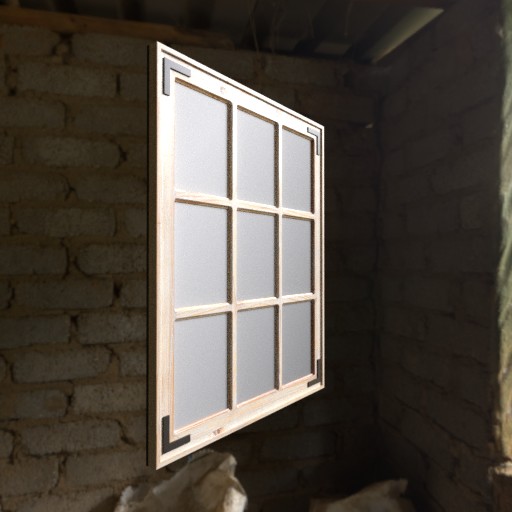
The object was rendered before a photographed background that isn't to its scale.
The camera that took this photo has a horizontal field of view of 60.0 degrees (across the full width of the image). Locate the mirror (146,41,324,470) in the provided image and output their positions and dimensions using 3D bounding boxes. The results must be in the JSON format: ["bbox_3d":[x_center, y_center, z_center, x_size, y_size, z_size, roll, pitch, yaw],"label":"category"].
[{"bbox_3d":[0.000,0.000,1.215,0.032,0.882,0.730,0,-1,37],"label":"mirror"}]
